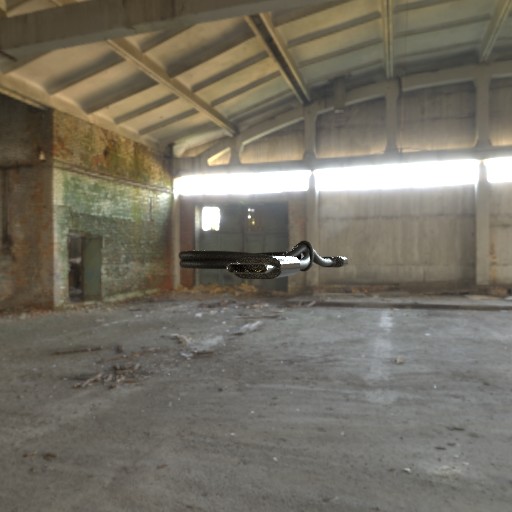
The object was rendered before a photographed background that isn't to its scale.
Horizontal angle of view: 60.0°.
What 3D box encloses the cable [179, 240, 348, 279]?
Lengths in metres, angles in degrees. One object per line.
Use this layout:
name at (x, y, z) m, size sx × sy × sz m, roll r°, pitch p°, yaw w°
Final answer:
cable at (0.000, 0.000, 0.211) m, size 0.070 × 0.014 × 0.186 m, roll 0°, pitch 0°, yaw 17°
